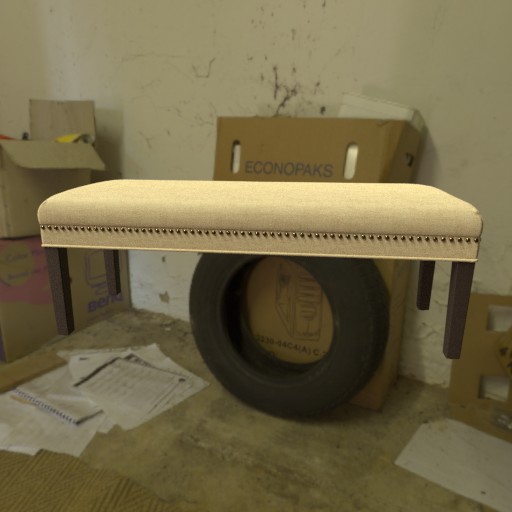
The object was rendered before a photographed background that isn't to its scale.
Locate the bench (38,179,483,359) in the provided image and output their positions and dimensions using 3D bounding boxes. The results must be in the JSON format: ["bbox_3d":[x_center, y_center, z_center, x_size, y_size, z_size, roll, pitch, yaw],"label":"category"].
[{"bbox_3d":[0.000,0.000,1.433,1.219,0.457,0.410,2,16,7],"label":"bench"}]
